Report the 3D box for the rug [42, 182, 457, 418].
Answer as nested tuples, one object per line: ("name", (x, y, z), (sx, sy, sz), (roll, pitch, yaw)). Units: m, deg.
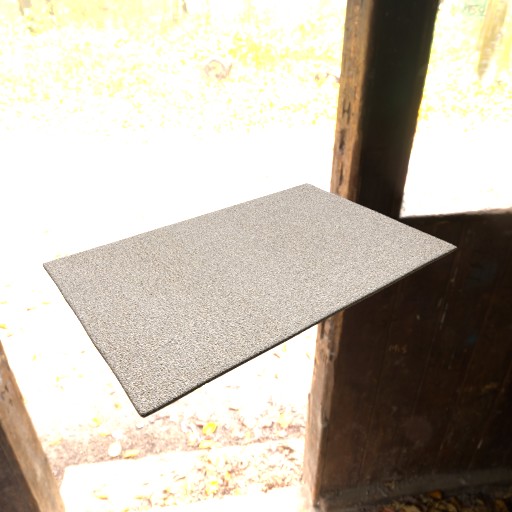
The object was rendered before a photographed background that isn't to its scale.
("rug", (0.000, 0.000, 3.469), (2.743, 0.030, 1.778), (-21, 37, -31))
